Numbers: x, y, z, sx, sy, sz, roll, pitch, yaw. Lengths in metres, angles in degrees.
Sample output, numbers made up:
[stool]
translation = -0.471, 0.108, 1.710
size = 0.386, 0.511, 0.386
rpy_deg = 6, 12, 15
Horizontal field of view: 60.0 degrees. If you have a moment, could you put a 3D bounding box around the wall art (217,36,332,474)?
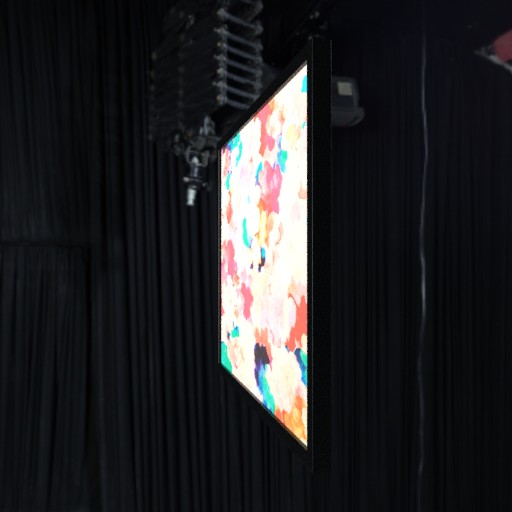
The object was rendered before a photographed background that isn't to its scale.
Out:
[wall art]
translation = 0.000, 0.000, 1.130
size = 0.036, 0.755, 0.756
rpy_deg = 0, 0, -18
